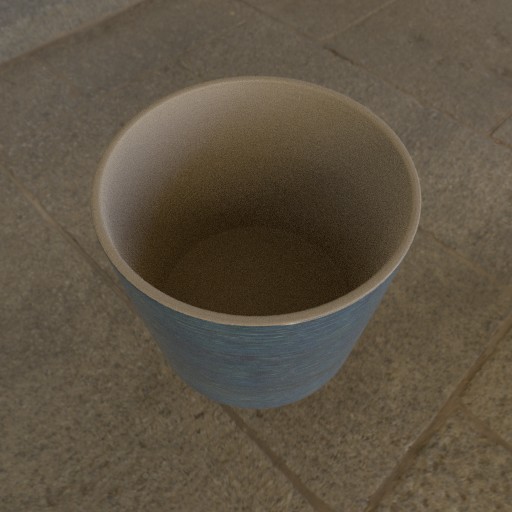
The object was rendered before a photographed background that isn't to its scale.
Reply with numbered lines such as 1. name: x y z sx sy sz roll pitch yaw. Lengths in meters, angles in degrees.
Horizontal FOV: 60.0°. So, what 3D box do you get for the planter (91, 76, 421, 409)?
1. planter: 0.000 0.000 0.386 0.221 0.201 0.221 0 57 0
